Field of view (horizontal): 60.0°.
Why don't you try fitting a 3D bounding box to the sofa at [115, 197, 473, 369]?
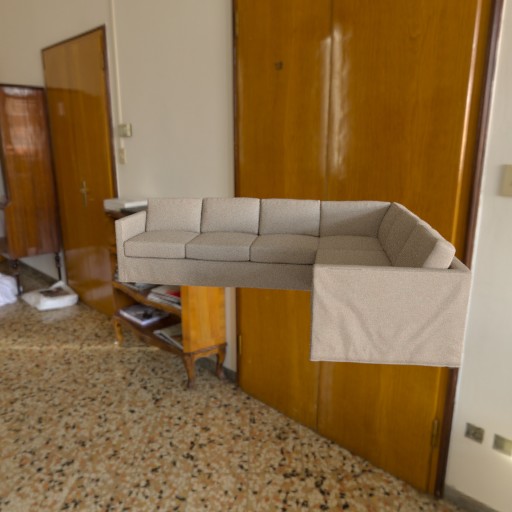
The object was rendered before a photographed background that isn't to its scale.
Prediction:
[{"bbox_3d":[0.000,0.000,4.250,3.182,0.871,2.432,2,14,9],"label":"sofa"}]
